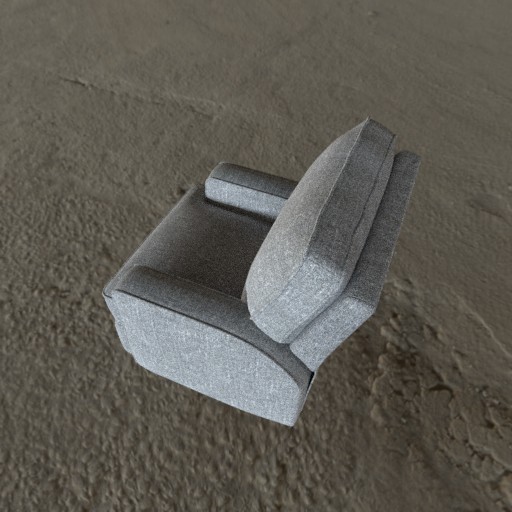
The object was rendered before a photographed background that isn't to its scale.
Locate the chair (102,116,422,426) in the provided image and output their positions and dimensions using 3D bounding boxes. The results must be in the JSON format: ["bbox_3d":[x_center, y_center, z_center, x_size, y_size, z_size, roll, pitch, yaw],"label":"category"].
[{"bbox_3d":[0.000,0.000,1.721,0.964,0.962,0.861,17,49,16],"label":"chair"}]
